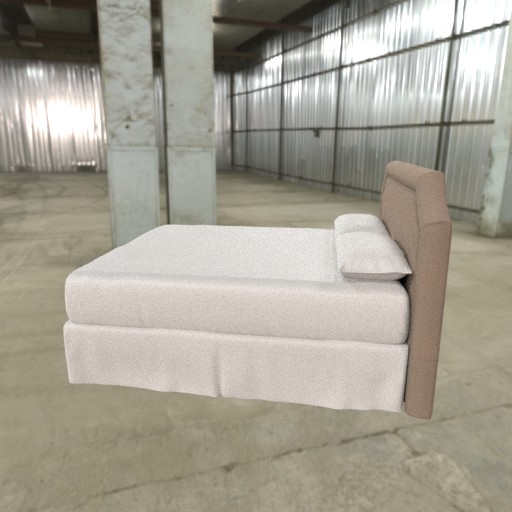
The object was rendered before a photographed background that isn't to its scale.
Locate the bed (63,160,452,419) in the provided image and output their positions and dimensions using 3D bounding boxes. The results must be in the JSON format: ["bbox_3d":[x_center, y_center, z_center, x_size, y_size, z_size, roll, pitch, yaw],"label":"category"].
[{"bbox_3d":[0.000,0.000,3.186,2.164,1.303,1.828,2,15,9],"label":"bed"}]
